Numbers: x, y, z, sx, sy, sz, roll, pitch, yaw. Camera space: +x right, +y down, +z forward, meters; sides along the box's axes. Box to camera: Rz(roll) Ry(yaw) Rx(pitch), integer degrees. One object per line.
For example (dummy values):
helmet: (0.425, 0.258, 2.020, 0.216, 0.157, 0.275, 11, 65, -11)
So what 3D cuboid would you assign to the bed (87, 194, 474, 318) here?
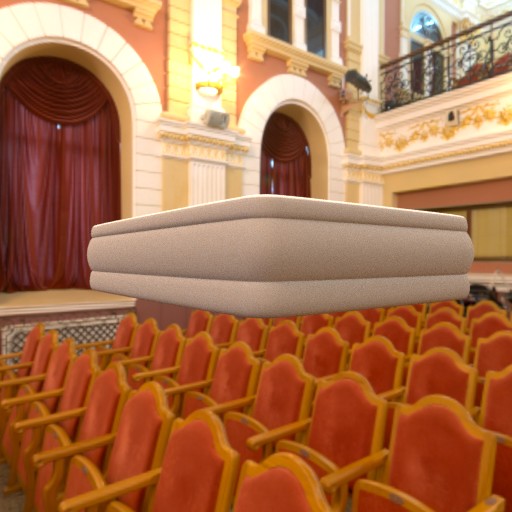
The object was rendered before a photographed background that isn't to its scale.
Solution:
bed: (0.000, 0.000, 2.694, 1.520, 0.460, 2.036, 0, -1, -37)
